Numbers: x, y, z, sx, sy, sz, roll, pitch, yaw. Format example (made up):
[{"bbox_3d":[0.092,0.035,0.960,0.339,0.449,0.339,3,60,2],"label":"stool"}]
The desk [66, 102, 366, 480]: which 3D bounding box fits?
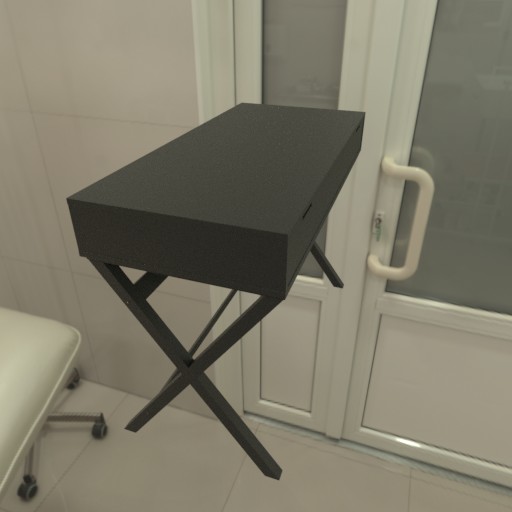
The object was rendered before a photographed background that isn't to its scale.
[{"bbox_3d":[0.000,0.000,1.522,0.504,0.780,1.057,10,32,17],"label":"desk"}]
